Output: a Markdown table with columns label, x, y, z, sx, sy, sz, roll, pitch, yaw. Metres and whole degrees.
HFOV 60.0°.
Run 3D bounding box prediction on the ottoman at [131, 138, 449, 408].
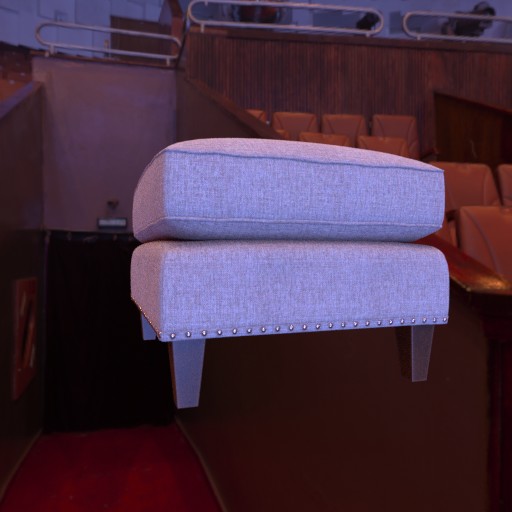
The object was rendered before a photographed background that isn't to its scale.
| label | x | y | z | sx | sy | sz | roll | pitch | yaw |
| --- | --- | --- | --- | --- | --- | --- | --- | --- | --- |
| ottoman | 0.000 | 0.000 | 1.146 | 0.584 | 0.513 | 0.741 | 0 | 0 | -19 |
